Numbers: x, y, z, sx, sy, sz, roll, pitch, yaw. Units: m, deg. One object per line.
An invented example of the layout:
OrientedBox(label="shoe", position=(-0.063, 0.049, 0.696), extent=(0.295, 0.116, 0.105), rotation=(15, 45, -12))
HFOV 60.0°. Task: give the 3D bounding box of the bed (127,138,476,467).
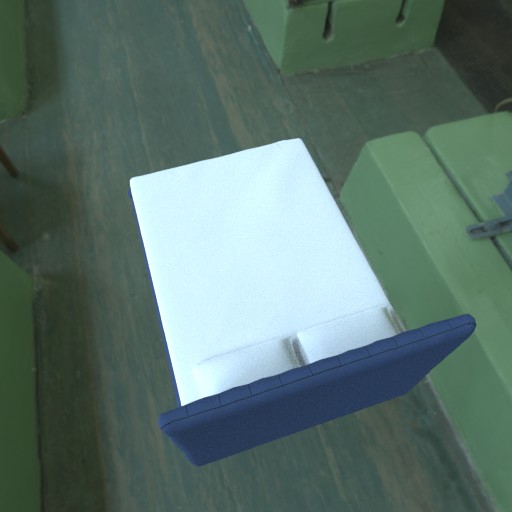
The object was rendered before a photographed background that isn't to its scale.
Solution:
OrientedBox(label="bed", position=(0.000, 0.000, 3.346), extent=(1.706, 1.427, 2.387), rotation=(-16, 60, -9))
